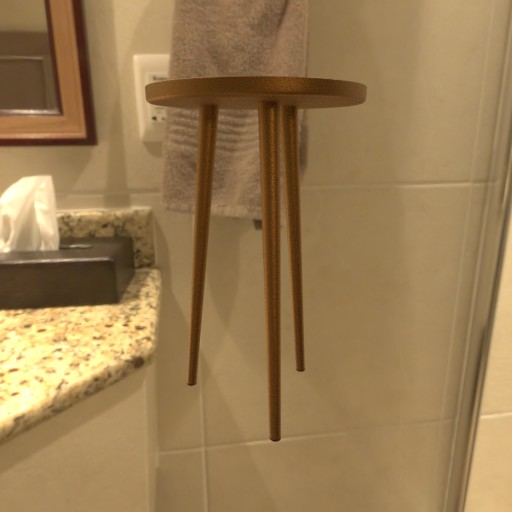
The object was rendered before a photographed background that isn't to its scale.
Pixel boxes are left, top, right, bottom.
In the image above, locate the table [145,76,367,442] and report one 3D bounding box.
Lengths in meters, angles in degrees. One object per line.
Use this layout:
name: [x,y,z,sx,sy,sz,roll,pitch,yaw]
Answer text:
table: [0.000,0.000,0.678,0.299,0.480,0.299,14,21,41]
